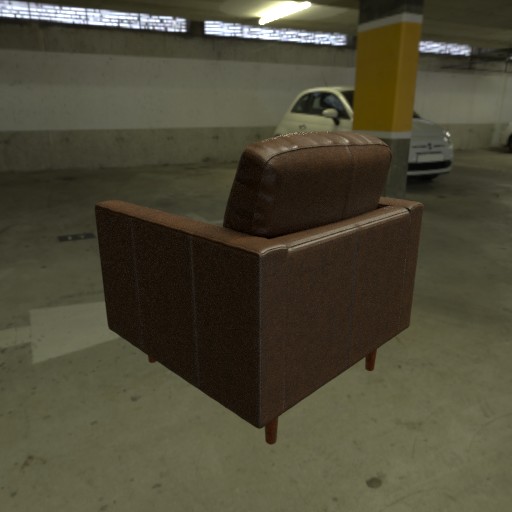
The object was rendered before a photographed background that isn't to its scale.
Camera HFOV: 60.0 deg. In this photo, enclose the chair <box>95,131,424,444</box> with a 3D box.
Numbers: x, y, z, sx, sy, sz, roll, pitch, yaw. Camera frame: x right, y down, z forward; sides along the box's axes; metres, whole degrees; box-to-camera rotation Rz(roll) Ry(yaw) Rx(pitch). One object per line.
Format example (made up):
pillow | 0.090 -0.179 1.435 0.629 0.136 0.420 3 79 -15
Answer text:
chair | 0.000 0.000 1.737 0.909 0.956 0.890 17 24 42
